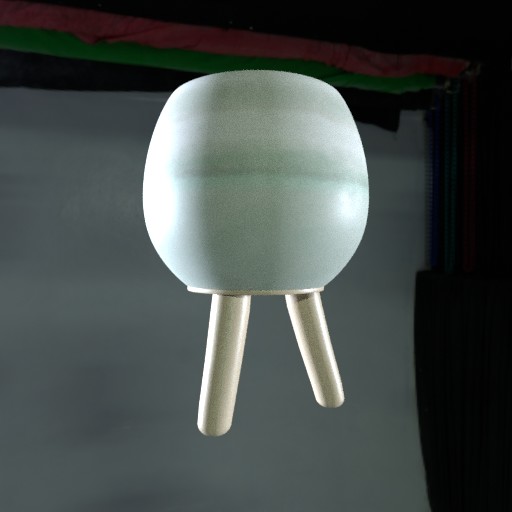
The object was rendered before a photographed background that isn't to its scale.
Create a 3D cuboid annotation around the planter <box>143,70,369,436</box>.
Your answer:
[{"bbox_3d":[0.000,0.000,0.327,0.161,0.224,0.161,0,0,0],"label":"planter"}]
